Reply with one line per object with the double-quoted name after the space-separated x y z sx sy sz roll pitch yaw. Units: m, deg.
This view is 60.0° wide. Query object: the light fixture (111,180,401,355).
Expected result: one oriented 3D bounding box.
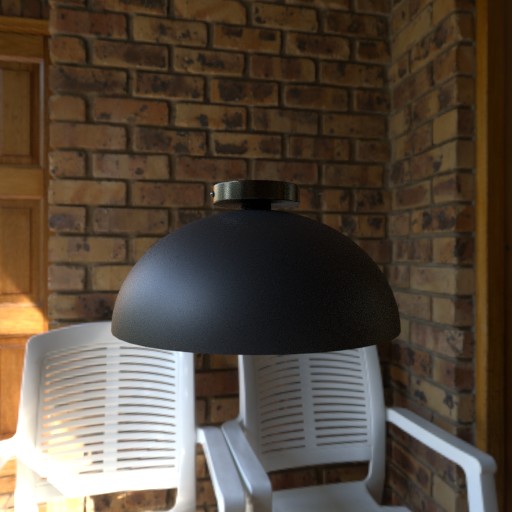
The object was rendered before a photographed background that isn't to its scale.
0.000 0.000 0.571 0.355 0.177 0.355 0 0 0 "light fixture"
